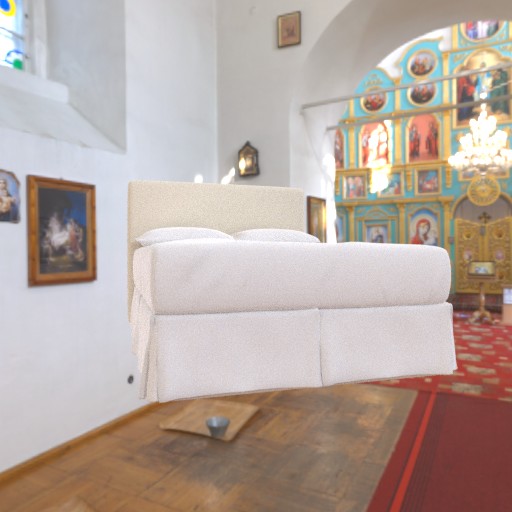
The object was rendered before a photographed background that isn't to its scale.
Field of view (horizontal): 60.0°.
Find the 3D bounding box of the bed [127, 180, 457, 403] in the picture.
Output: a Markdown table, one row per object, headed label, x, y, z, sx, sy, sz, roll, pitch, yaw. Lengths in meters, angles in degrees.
| label | x | y | z | sx | sy | sz | roll | pitch | yaw |
| --- | --- | --- | --- | --- | --- | --- | --- | --- | --- |
| bed | 0.000 | 0.000 | 3.154 | 1.714 | 1.330 | 2.147 | 0 | 0 | -18 |
